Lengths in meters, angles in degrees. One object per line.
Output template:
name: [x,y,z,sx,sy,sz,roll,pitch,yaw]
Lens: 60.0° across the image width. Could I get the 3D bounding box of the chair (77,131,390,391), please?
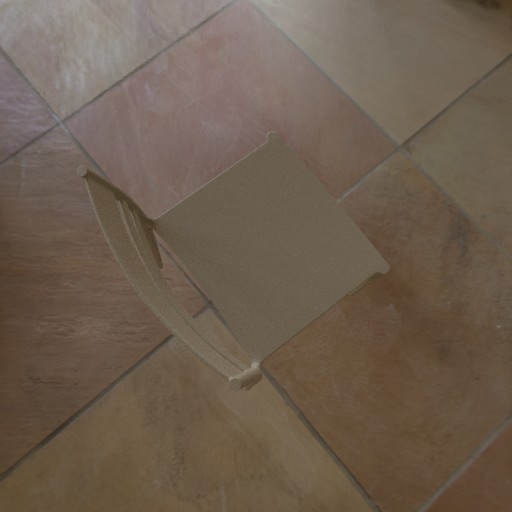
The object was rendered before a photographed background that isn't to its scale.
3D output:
chair: [0.000,0.000,1.147,0.511,0.800,0.531,-36,79,-9]
